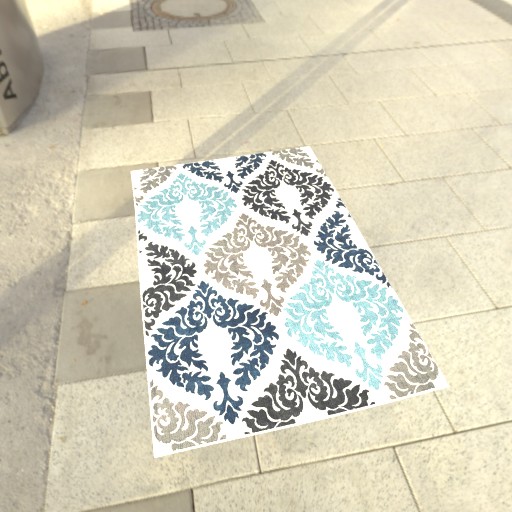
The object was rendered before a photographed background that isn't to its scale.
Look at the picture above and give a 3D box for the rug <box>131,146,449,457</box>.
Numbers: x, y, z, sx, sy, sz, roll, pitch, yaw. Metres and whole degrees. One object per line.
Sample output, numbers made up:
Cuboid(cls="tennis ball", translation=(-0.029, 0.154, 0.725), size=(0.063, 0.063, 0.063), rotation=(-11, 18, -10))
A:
Cuboid(cls="rug", translation=(0.000, 0.000, 2.917), size=(1.514, 0.014, 2.275), rotation=(-10, 48, -9))
